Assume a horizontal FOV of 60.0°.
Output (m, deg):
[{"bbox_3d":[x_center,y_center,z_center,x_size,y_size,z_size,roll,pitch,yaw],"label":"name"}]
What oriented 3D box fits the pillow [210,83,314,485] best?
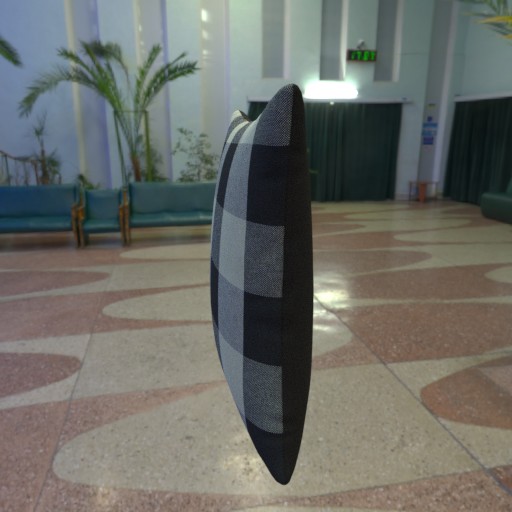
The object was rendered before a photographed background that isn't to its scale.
[{"bbox_3d":[0.000,0.000,0.770,0.161,0.509,0.511,-2,15,-8],"label":"pillow"}]
